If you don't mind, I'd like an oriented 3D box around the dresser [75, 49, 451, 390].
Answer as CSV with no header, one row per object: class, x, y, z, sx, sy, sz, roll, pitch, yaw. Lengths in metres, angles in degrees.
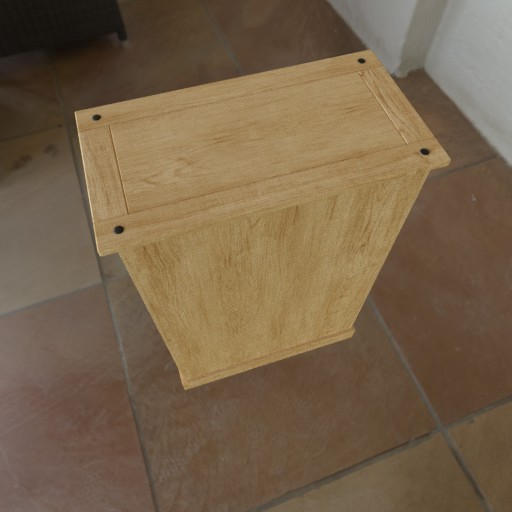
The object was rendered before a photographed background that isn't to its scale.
dresser,0.000,0.000,1.755,0.915,1.300,0.485,-16,61,-9
